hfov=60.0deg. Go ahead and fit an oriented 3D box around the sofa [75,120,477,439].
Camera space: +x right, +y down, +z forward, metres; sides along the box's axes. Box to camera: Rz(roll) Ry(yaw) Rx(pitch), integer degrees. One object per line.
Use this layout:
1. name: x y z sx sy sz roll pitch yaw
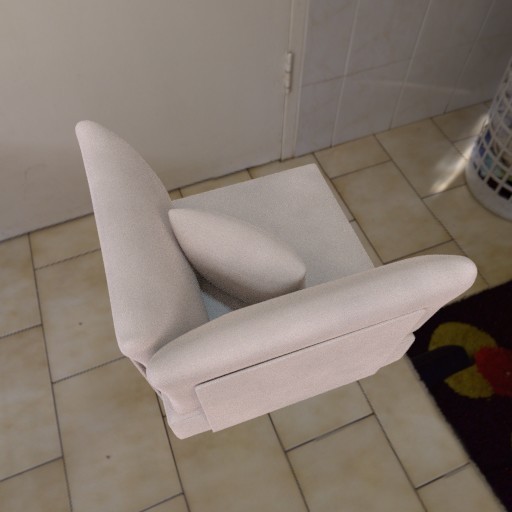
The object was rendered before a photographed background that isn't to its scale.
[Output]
1. sofa: 0.000 0.000 1.704 1.000 0.820 1.000 -17 60 -10
